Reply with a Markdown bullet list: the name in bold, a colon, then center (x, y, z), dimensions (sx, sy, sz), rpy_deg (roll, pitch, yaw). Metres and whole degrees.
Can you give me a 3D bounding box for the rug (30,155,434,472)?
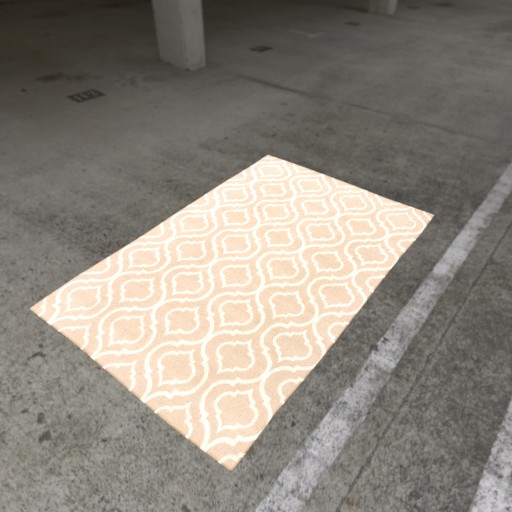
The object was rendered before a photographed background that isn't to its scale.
- **rug**: center (0.000, 0.000, 2.181), dimensions (1.152, 0.013, 1.761), rpy_deg (27, 47, 27)
